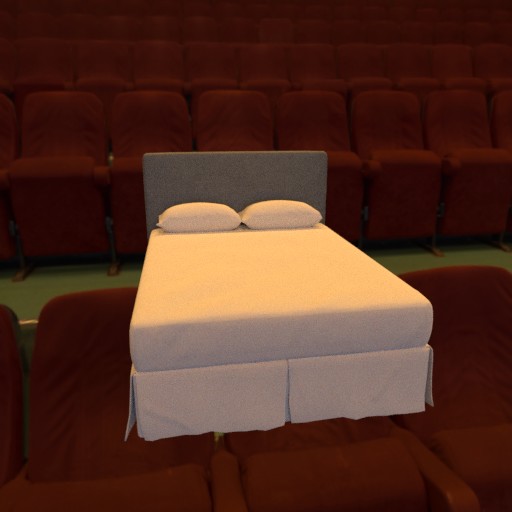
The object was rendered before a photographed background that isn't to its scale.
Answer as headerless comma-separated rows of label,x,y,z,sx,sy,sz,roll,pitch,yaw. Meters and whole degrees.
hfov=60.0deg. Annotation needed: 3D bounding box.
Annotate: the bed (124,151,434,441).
bed,0.000,0.000,3.177,1.713,1.330,2.142,-3,17,-9
